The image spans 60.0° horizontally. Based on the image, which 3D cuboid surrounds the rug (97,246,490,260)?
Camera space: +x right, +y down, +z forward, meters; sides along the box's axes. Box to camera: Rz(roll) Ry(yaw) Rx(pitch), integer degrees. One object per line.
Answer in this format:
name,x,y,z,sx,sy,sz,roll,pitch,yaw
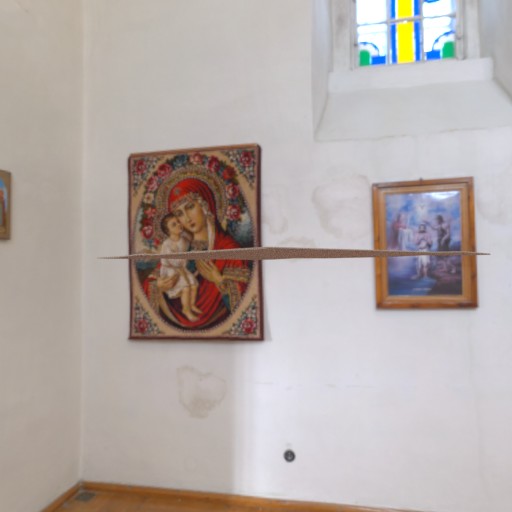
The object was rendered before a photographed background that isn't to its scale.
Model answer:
rug,0.000,0.000,3.067,1.524,0.015,2.439,1,-2,-34
